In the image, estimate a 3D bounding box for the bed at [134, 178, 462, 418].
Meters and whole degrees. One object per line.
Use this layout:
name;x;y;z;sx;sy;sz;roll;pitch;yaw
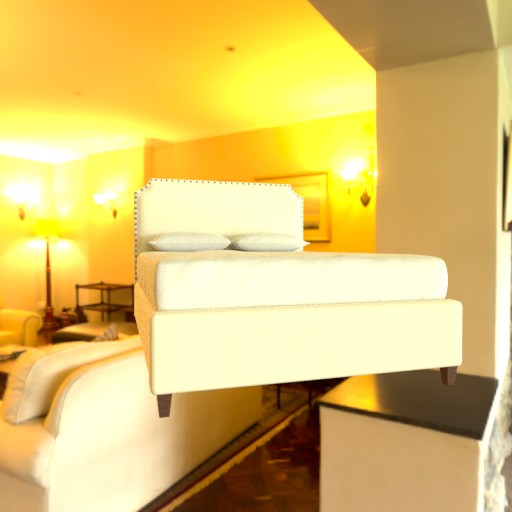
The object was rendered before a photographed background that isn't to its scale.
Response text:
bed;0.000;0.000;3.315;1.703;1.415;2.329;0;1;-17
